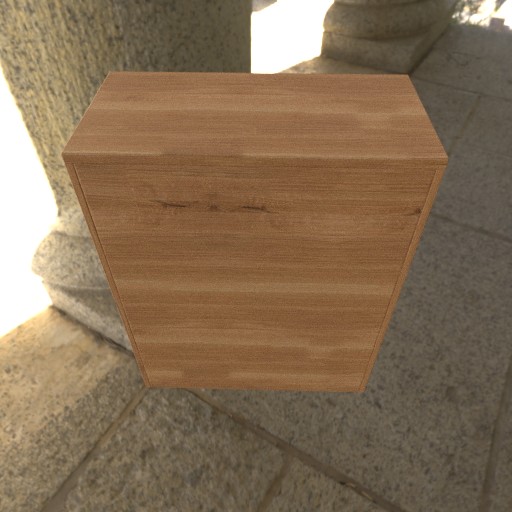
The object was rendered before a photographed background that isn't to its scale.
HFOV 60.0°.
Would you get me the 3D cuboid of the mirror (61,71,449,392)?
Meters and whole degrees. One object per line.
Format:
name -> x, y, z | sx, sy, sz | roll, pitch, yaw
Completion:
mirror -> 0.000, 0.000, 1.408 | 0.800, 1.000, 0.400 | 1, 46, 1
